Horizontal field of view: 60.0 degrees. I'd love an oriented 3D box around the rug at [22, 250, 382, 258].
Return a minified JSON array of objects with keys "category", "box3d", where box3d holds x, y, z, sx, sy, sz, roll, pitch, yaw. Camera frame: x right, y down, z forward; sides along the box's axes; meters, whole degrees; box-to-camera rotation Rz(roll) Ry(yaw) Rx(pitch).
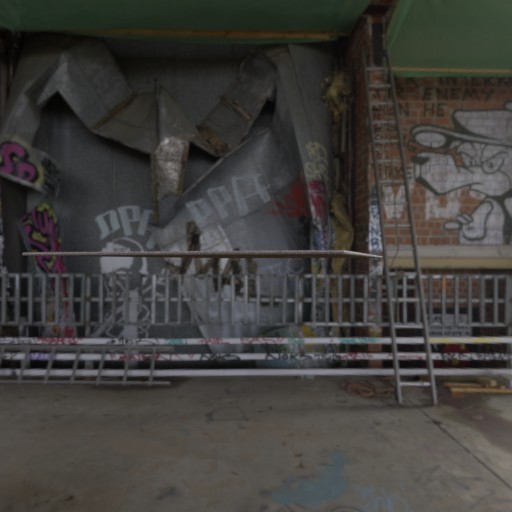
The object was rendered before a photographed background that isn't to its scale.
[{"category":"rug","box3d":[0.000,0.000,3.016,1.524,0.015,2.438,0,-1,19]}]
